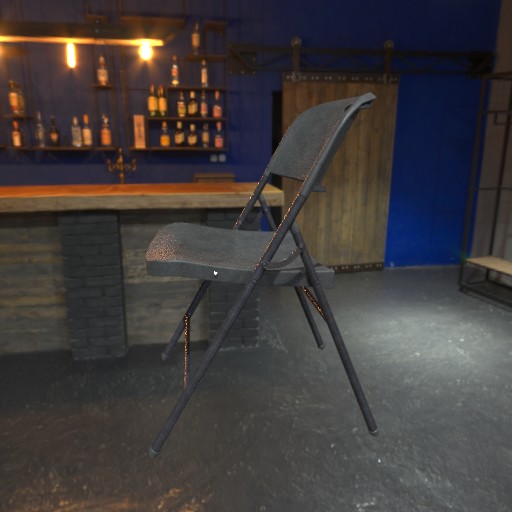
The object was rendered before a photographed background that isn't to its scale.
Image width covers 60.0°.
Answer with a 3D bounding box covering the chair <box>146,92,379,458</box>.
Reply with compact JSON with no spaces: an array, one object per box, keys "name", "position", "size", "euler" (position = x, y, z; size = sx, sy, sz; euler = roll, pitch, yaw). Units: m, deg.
[{"name":"chair","position":[0.000,0.000,1.179],"size":[0.566,0.810,0.494],"euler":[-2,15,-8]}]
